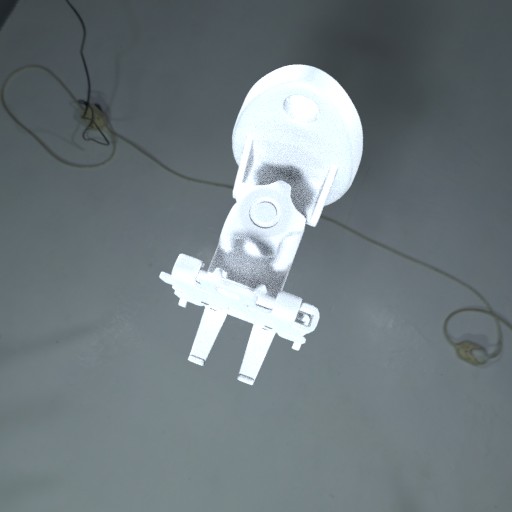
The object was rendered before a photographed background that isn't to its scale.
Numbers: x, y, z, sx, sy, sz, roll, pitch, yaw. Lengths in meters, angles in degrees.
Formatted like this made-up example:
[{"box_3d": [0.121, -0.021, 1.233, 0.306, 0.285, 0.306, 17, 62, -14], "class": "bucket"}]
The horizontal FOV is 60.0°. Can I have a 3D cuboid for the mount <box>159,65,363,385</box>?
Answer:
[{"box_3d": [0.000, 0.000, 0.177, 0.066, 0.118, 0.100, 20, 78, 4], "class": "mount"}]
